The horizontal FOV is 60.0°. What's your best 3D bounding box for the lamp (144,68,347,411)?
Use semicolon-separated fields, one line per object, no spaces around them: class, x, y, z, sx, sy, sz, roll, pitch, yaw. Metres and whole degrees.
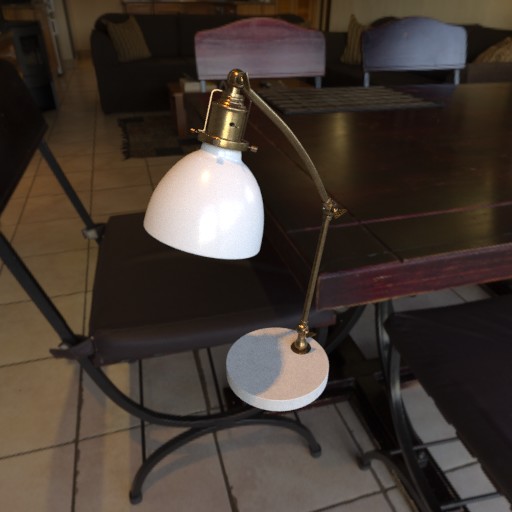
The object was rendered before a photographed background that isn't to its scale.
lamp;0.000;0.000;0.662;0.317;0.522;0.186;-20;36;-30
